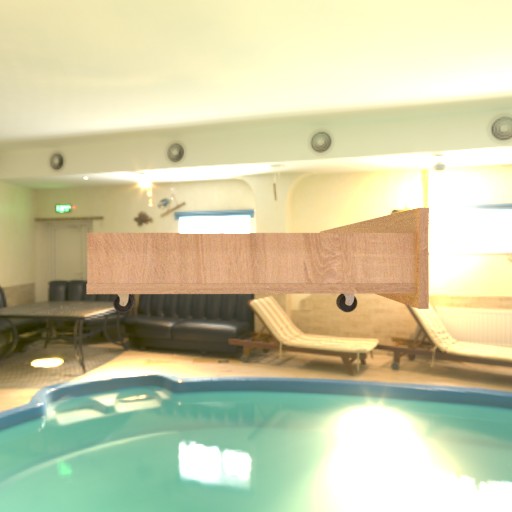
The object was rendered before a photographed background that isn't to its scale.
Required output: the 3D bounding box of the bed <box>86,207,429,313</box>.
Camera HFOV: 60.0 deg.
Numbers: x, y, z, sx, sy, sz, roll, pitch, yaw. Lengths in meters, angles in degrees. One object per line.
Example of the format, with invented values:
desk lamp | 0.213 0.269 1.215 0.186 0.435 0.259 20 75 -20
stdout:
bed | 0.000 0.000 1.464 0.685 0.209 1.200 0 1 -1
